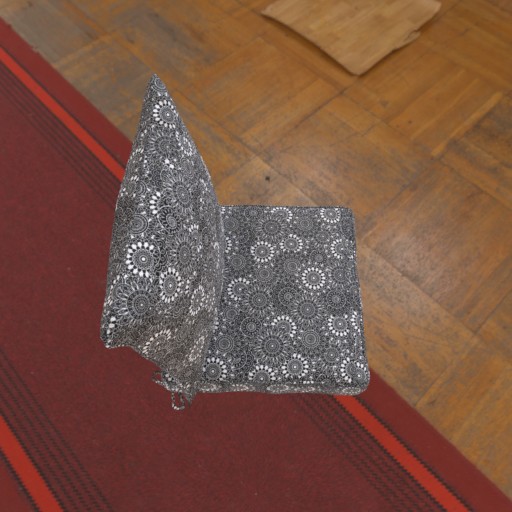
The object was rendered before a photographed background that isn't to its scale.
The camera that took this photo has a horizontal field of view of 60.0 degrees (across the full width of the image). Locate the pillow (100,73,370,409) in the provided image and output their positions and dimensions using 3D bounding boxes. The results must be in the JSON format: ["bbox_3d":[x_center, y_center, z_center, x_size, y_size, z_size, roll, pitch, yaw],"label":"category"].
[{"bbox_3d":[0.000,0.000,1.344,0.740,0.722,0.798,1,62,1],"label":"pillow"}]
